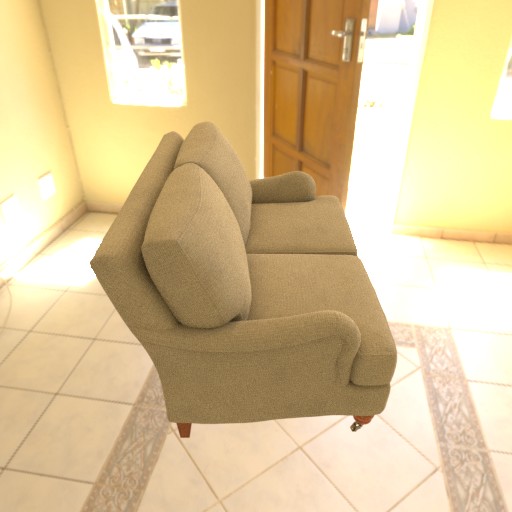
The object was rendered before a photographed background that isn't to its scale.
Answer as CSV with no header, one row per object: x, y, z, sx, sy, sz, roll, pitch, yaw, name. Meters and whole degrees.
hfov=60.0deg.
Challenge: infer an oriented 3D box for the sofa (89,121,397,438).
0.000,0.000,2.226,1.087,0.999,1.480,0,32,0,sofa
